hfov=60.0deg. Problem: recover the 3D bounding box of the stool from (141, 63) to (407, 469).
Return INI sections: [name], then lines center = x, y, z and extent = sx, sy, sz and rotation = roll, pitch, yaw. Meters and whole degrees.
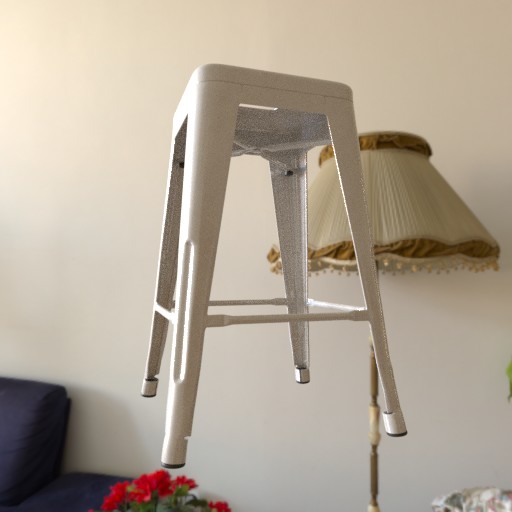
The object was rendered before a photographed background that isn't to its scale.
[stool]
center = 0.000, 0.000, 0.870
extent = 0.406, 0.610, 0.406
rotation = 1, -2, -19
